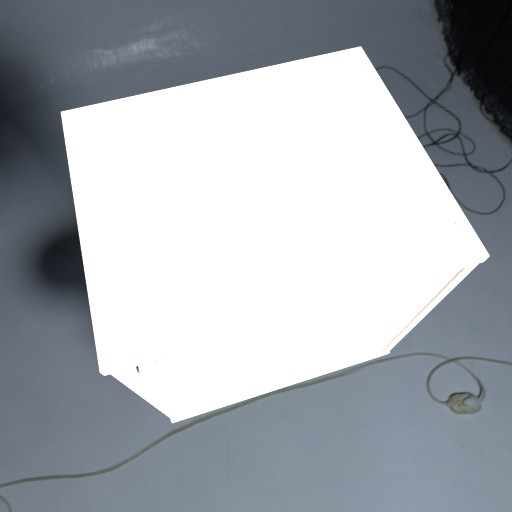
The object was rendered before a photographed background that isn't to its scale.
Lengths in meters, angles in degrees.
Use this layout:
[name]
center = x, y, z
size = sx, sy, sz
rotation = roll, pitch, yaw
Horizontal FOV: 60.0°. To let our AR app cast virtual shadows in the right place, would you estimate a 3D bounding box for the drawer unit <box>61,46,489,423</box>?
[drawer unit]
center = 0.000, 0.000, 0.590
size = 0.349, 0.344, 0.290
rotation = -15, 64, -8
